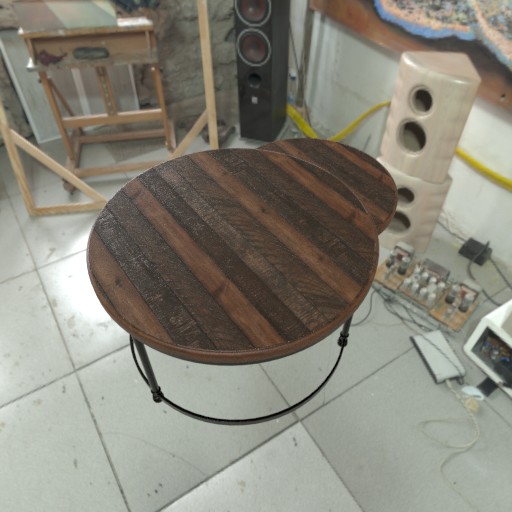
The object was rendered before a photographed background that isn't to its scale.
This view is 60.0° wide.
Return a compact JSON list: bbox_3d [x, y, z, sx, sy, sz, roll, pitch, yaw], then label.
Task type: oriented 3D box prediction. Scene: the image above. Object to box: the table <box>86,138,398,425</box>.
[{"bbox_3d":[0.000,0.000,1.614,0.870,0.516,1.152,22,51,19],"label":"table"}]
